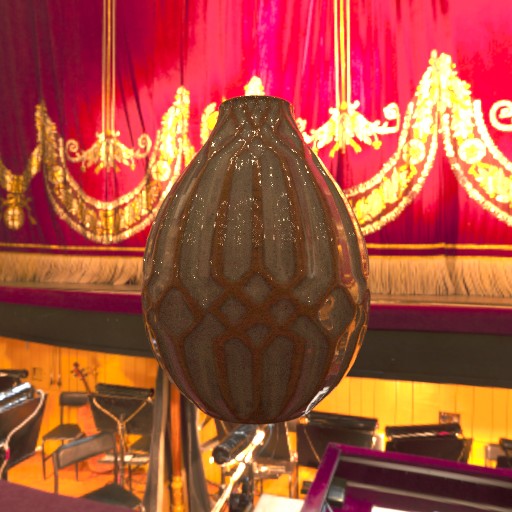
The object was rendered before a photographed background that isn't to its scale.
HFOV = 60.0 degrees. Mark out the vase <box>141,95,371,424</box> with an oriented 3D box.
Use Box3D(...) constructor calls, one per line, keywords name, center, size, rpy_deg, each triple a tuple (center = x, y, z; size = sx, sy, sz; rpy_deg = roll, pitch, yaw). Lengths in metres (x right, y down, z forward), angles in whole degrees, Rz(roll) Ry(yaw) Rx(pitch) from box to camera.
Box3D(name="vase", center=(0.000, 0.000, 0.261), size=(0.131, 0.175, 0.131), rpy_deg=(0, 0, 0))
